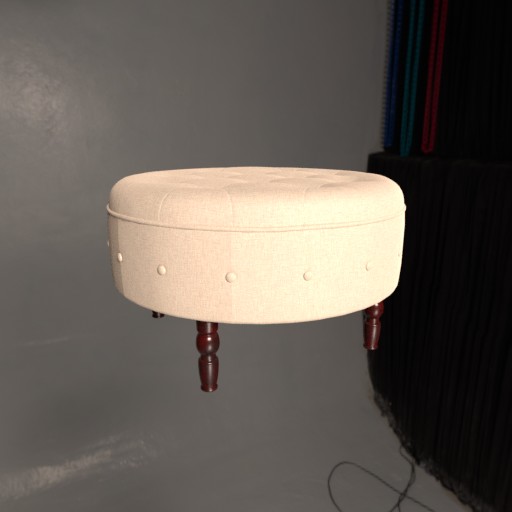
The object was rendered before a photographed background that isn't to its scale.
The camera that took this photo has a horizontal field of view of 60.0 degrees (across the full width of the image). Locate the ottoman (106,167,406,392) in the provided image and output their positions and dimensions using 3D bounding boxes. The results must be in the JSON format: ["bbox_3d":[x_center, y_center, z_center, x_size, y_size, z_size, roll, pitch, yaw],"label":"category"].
[{"bbox_3d":[0.000,0.000,1.362,0.848,0.494,0.848,0,15,0],"label":"ottoman"}]
